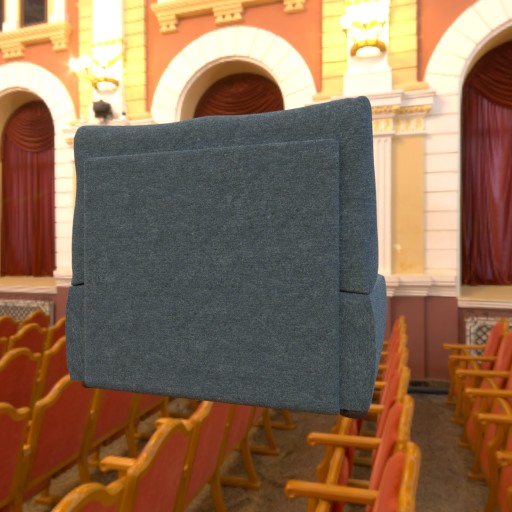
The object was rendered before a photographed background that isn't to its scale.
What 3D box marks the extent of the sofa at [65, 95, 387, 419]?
[{"bbox_3d":[0.000,0.000,1.678,0.930,0.820,1.000,0,0,18],"label":"sofa"}]
